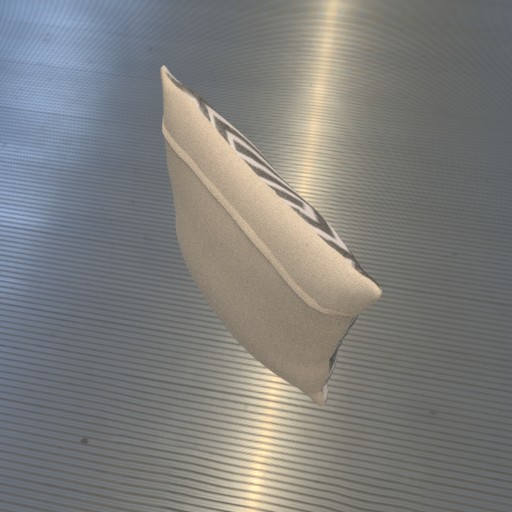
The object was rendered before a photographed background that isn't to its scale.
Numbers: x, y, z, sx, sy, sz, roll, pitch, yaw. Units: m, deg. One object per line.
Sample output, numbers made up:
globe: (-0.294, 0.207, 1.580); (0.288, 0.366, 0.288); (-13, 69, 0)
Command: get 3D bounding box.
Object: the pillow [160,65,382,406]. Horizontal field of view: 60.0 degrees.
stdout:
pillow: (0.000, 0.000, 0.698); (0.182, 0.441, 0.440); (-32, 64, -17)
